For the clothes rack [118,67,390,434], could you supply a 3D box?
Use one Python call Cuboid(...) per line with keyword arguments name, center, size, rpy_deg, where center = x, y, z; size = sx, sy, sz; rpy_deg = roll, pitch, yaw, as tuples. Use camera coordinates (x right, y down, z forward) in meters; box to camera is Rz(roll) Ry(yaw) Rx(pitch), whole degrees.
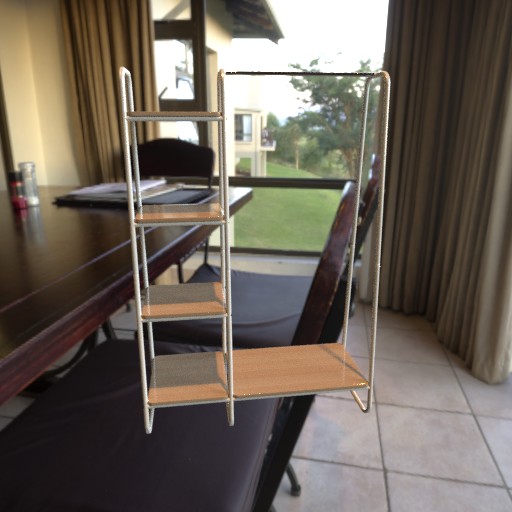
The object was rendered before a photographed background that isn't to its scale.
Cuboid(name="clothes rack", center=(0.000, 0.000, 1.934), size=(1.011, 1.500, 0.400), rpy_deg=(-2, 17, -8))
